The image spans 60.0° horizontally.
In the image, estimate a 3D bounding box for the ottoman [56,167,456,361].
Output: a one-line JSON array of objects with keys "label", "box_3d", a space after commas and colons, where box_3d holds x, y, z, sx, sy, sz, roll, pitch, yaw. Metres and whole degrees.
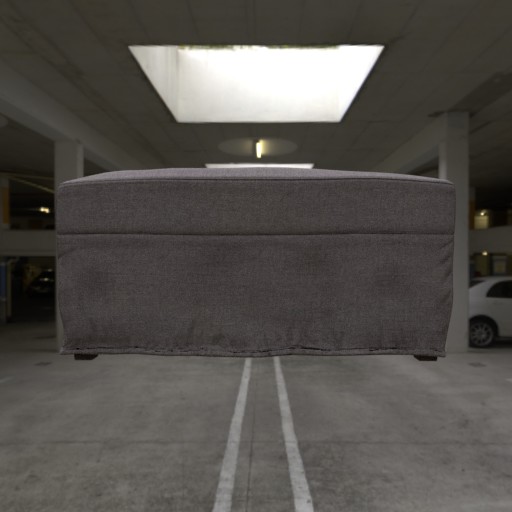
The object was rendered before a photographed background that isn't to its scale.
[{"label": "ottoman", "box_3d": [0.000, 0.000, 1.310, 0.843, 0.436, 0.840, 0, 1, 1]}]
